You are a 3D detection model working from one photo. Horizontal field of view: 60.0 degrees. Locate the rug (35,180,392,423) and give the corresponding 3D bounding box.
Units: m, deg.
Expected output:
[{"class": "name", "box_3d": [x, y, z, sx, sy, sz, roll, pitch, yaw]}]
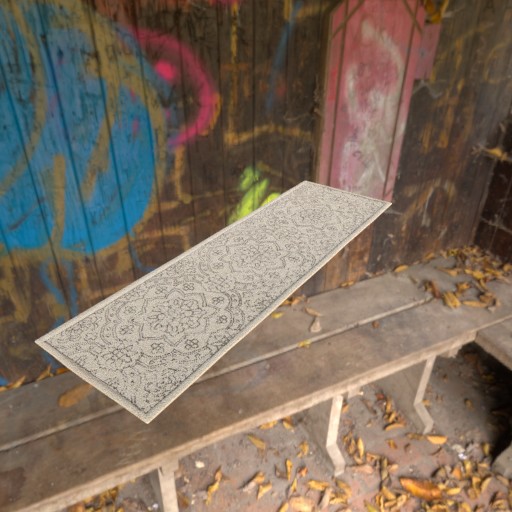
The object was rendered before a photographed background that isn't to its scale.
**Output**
[{"class": "rug", "box_3d": [0.000, 0.000, 2.700, 0.769, 0.012, 2.448, 21, 37, 30]}]
